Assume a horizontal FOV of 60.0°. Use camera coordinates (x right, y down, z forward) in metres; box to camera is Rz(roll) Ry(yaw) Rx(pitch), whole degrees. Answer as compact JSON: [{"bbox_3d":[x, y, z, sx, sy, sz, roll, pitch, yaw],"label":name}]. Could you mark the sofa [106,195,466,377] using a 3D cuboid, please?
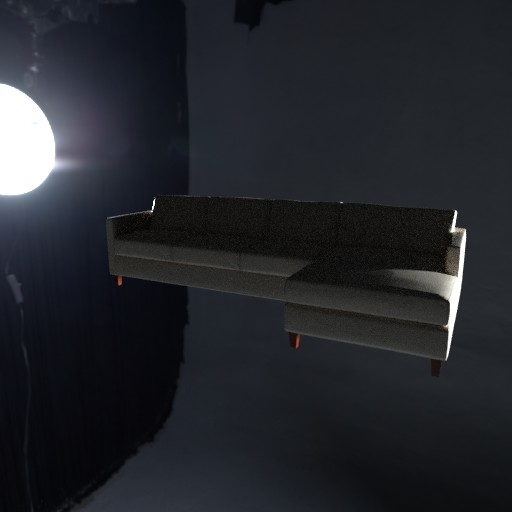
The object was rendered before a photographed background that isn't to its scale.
[{"bbox_3d":[0.000,0.000,4.122,3.471,0.954,1.603,6,14,26],"label":"sofa"}]
